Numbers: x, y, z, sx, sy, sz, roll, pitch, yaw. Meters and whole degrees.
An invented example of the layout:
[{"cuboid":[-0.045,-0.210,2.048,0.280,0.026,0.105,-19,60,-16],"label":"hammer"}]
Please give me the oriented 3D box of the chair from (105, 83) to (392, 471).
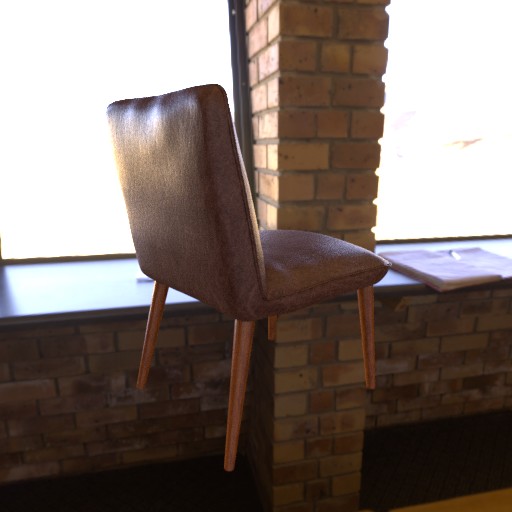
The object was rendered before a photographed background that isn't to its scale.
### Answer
[{"cuboid":[0.000,0.000,1.208,0.645,0.803,0.543,-13,19,-43],"label":"chair"}]
